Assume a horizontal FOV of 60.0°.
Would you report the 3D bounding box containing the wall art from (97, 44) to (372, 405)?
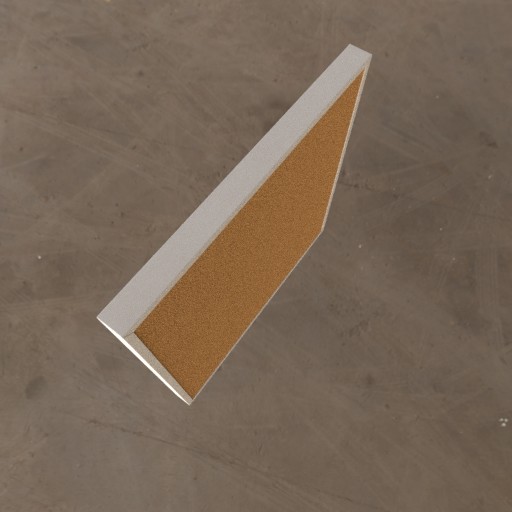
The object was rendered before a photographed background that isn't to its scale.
[{"bbox_3d":[0.000,0.000,0.771,0.037,0.508,0.508,33,69,15],"label":"wall art"}]
